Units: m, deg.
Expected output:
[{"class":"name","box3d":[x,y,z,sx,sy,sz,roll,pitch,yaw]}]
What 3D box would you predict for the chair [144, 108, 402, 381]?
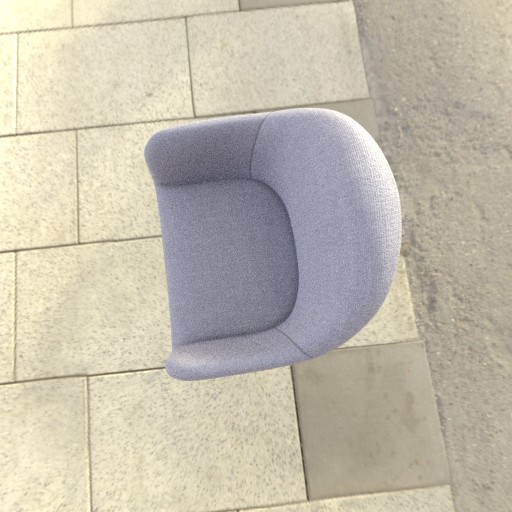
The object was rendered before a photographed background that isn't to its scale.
[{"class":"chair","box3d":[0.000,0.000,1.201,0.550,0.795,0.590,-8,77,-2]}]
